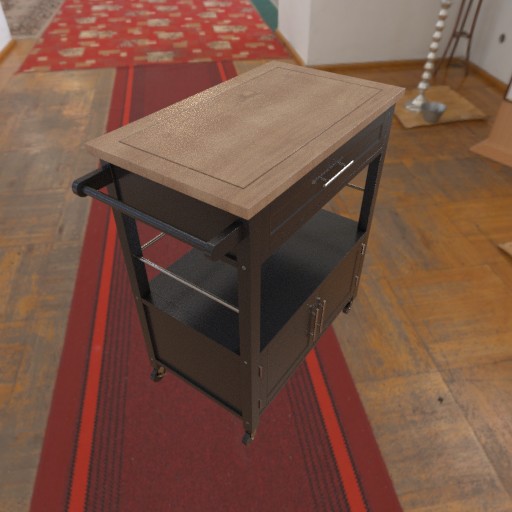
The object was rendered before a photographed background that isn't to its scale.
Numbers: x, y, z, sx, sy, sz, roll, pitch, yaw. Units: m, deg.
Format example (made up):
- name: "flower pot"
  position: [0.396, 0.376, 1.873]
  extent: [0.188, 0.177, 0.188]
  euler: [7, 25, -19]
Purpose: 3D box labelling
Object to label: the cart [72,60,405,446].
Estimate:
- name: "cart"
  position: [0.000, 0.000, 1.395]
  extent: [0.459, 0.901, 0.840]
  euler: [24, 46, 26]
